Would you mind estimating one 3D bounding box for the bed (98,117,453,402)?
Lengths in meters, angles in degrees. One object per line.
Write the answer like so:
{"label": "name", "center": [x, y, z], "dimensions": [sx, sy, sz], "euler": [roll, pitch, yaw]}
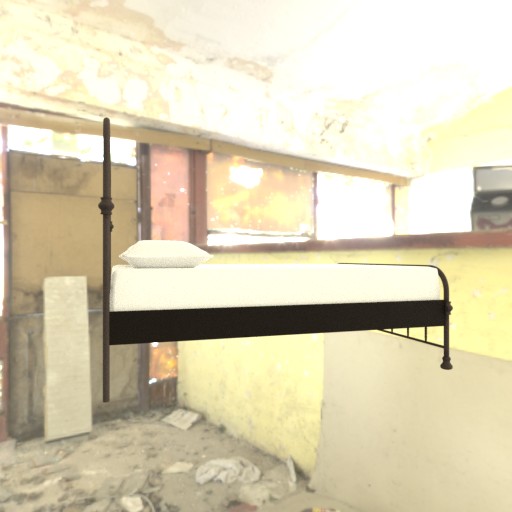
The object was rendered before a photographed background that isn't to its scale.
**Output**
{"label": "bed", "center": [0.000, 0.000, 3.245], "dimensions": [2.134, 1.446, 1.616], "euler": [0, 0, -18]}
